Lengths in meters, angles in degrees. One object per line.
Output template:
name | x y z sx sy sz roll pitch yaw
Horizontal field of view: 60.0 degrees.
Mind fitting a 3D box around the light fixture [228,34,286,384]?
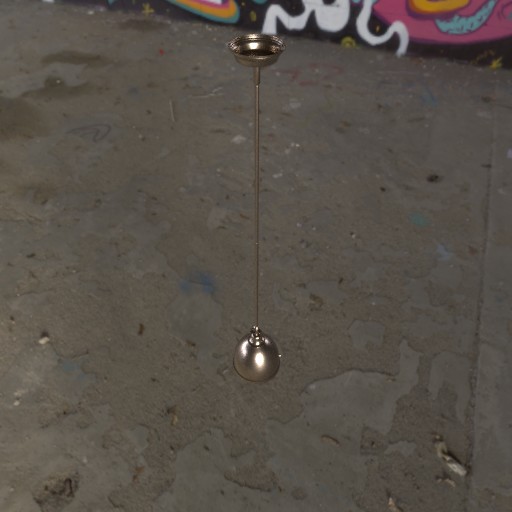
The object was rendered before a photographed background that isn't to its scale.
light fixture | 0.000 0.000 1.487 0.217 1.367 0.211 33 54 28
